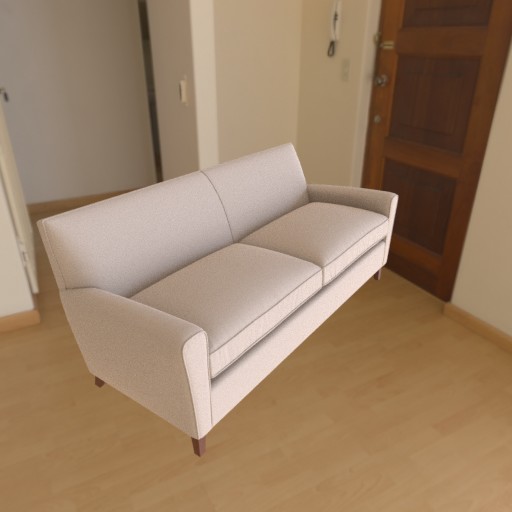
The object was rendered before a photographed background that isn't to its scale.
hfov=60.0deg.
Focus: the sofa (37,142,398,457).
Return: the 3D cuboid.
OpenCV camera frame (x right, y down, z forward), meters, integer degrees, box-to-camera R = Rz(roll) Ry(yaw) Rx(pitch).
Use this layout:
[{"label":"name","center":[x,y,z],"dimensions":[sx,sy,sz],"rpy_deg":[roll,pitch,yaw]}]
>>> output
[{"label":"sofa","center":[0.000,0.000,2.475],"dimensions":[0.875,0.846,2.000],"rpy_deg":[18,31,32]}]
